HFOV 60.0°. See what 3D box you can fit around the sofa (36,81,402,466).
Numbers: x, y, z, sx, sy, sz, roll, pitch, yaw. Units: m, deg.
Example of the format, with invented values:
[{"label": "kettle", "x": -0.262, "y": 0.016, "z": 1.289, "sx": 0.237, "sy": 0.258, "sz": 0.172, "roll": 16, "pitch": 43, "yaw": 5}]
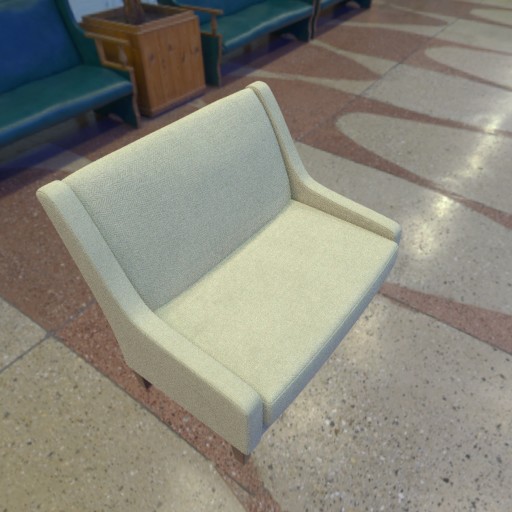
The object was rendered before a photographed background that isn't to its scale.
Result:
[{"label": "sofa", "x": 0.000, "y": 0.000, "z": 1.919, "sx": 0.946, "sy": 0.976, "sz": 1.212, "roll": 27, "pitch": 48, "yaw": 27}]
